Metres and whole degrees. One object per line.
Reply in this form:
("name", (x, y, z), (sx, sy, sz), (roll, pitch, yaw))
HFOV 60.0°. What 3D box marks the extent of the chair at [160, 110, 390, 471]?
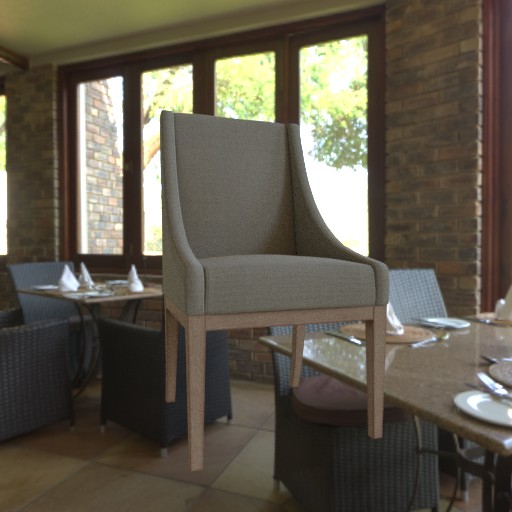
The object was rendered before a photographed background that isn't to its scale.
("chair", (0.000, 0.000, 1.418), (0.575, 1.021, 0.611), (0, 1, -20))
